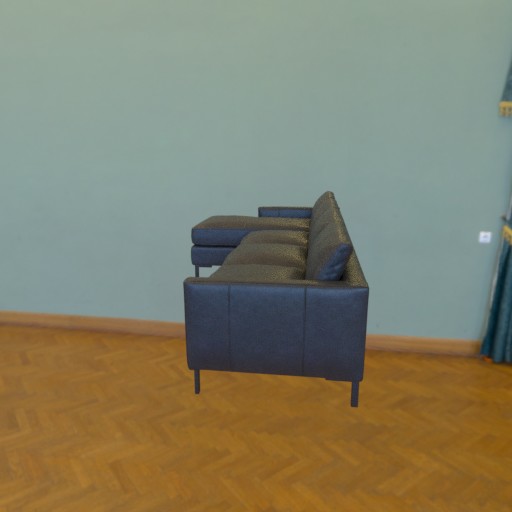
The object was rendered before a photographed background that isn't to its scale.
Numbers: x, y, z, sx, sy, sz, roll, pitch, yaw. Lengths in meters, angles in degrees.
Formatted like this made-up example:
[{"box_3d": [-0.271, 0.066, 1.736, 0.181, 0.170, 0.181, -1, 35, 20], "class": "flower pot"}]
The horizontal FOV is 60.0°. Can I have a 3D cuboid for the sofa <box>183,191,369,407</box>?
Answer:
[{"box_3d": [0.000, 0.000, 3.618, 1.471, 0.859, 2.993, 2, 14, 7], "class": "sofa"}]
